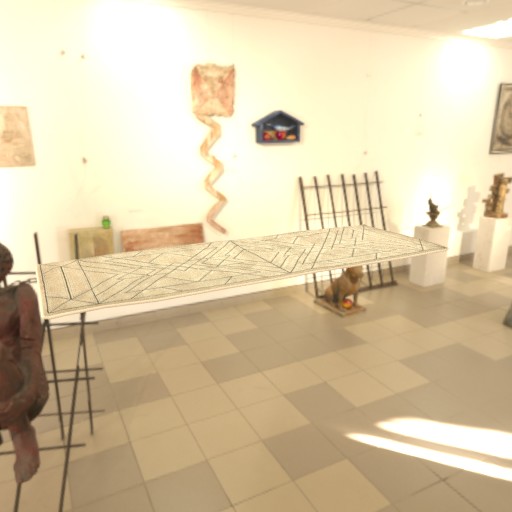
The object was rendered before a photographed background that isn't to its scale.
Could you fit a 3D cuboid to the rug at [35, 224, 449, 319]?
[{"bbox_3d":[0.000,0.000,2.673,2.381,0.036,0.831,-8,18,-26],"label":"rug"}]
